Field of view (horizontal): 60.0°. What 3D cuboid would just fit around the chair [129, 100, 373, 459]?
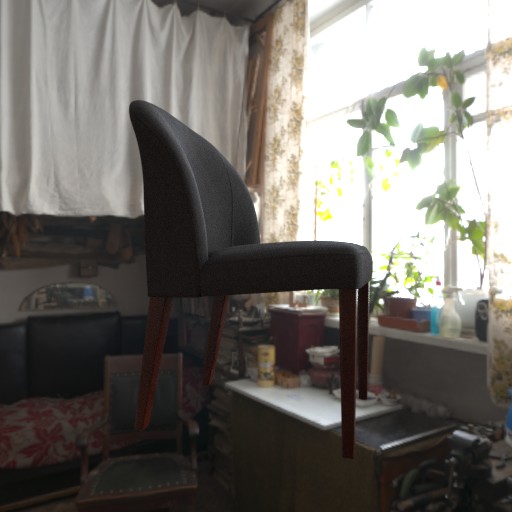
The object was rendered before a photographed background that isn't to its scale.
[{"bbox_3d":[0.000,0.000,1.243,0.619,0.879,0.506,0,0,18],"label":"chair"}]
